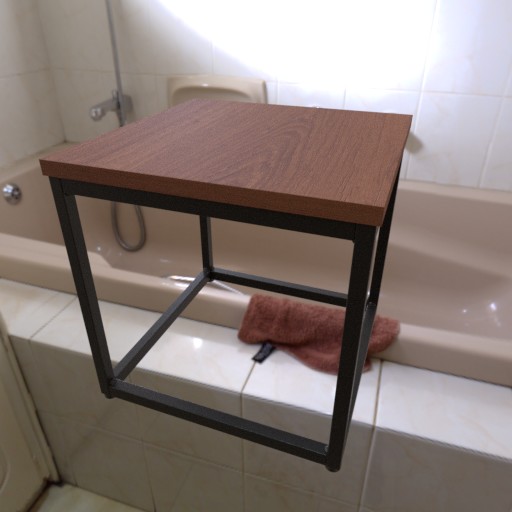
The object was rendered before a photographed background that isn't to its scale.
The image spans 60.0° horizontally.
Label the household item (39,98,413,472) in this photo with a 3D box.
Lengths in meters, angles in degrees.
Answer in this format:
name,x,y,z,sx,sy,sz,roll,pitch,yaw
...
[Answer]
name,x,y,z,sx,sy,sz,roll,pitch,yaw
household item,0.000,0.000,0.726,0.400,0.400,0.400,11,32,18
